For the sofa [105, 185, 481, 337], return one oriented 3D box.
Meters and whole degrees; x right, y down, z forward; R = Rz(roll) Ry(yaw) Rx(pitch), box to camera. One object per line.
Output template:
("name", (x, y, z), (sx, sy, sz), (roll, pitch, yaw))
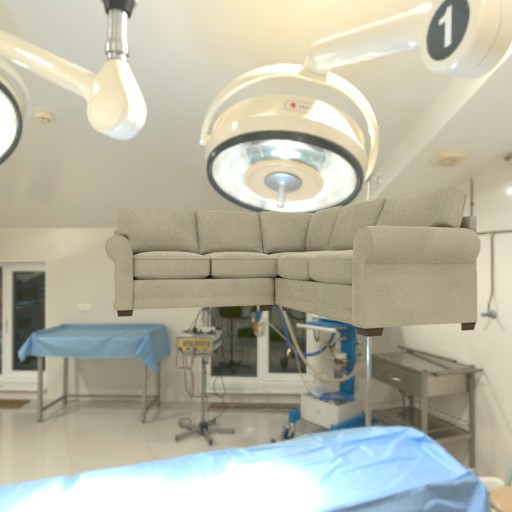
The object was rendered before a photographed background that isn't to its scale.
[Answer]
("sofa", (0.000, 0.000, 3.837), (2.487, 1.053, 2.562), (0, -1, -19))
